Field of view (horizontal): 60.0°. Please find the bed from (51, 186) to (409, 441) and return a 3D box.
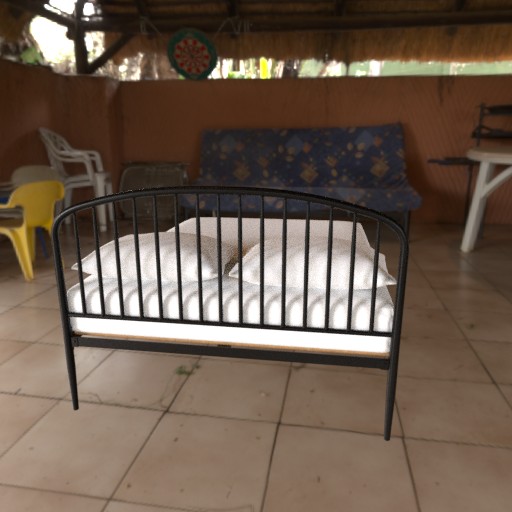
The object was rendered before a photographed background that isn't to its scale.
[{"bbox_3d":[0.000,0.000,3.060,1.618,1.166,2.159,2,15,9],"label":"bed"}]
